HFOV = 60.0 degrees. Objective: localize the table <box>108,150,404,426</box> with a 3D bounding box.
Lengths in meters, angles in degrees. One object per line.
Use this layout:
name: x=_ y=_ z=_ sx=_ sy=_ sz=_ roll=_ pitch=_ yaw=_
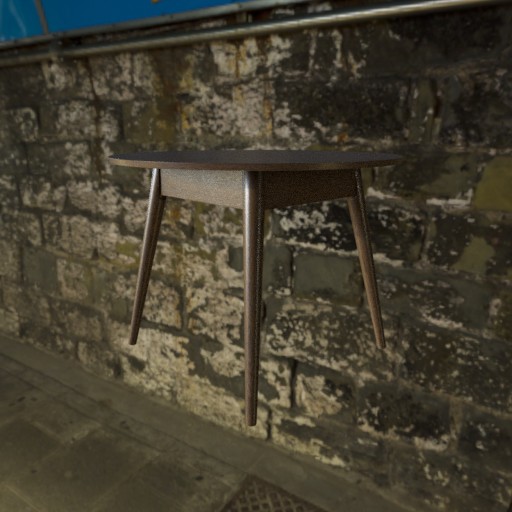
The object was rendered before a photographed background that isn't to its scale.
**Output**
table: x=0.000 y=0.000 z=1.761 sx=1.053 sy=0.786 sz=1.053 roll=0 pitch=15 yaw=0
